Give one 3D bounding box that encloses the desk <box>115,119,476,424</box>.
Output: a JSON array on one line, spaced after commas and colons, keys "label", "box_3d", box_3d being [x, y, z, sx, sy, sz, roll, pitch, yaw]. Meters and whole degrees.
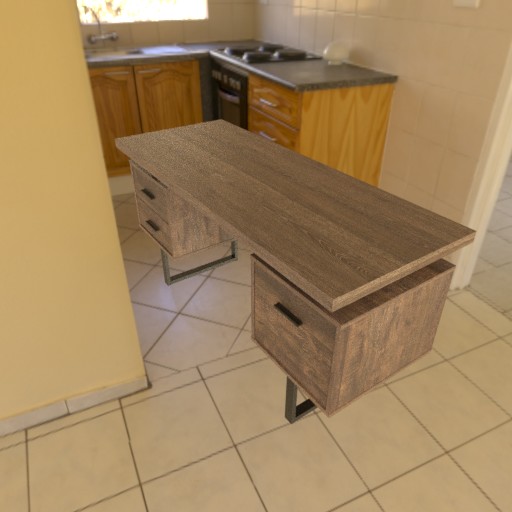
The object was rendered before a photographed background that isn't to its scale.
[{"label": "desk", "box_3d": [0.000, 0.000, 1.955, 0.600, 0.760, 1.524, -20, 38, -29]}]
